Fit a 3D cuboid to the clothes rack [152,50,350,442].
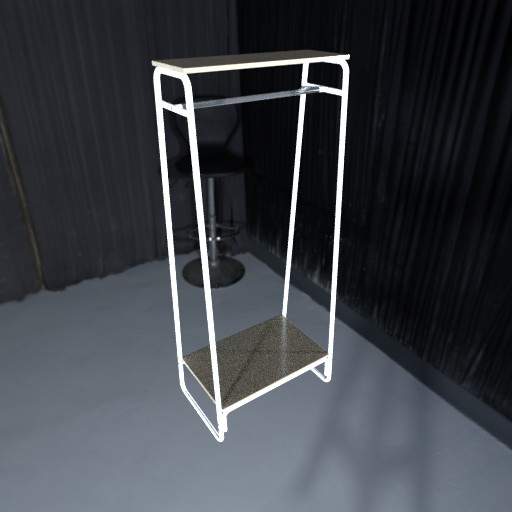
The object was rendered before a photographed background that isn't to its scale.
[{"bbox_3d":[0.000,0.000,1.842,0.640,1.512,0.400,-19,35,-29],"label":"clothes rack"}]
